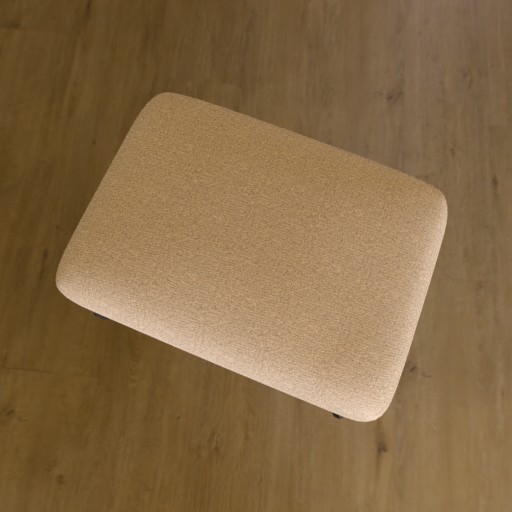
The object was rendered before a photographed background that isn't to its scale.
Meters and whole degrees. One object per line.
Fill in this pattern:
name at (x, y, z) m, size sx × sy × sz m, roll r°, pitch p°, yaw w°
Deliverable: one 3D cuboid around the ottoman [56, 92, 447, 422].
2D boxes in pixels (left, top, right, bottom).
ottoman at (0.000, 0.000, 1.096) m, size 0.772 × 0.420 × 0.568 m, roll 21°, pitch 76°, yaw 6°
